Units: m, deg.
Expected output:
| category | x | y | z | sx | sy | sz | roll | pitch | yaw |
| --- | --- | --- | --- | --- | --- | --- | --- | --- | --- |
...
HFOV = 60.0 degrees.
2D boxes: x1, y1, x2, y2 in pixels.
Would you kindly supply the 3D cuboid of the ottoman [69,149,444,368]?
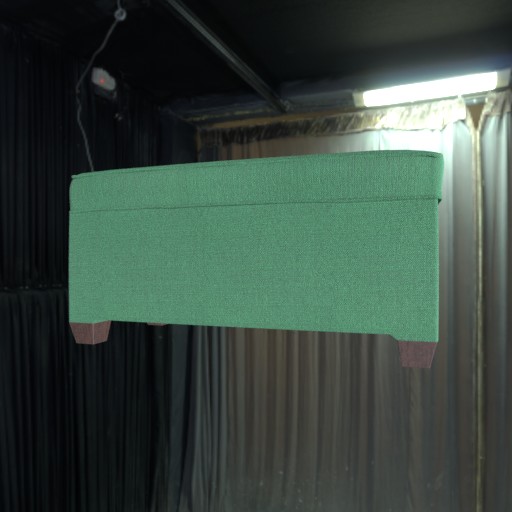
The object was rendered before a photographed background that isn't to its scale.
| category | x | y | z | sx | sy | sz | roll | pitch | yaw |
| --- | --- | --- | --- | --- | --- | --- | --- | --- | --- |
| ottoman | 0.000 | 0.000 | 1.247 | 0.957 | 0.471 | 0.483 | 0 | 0 | 18 |
